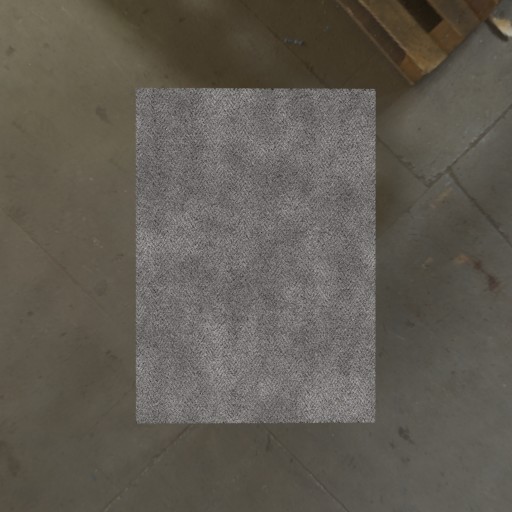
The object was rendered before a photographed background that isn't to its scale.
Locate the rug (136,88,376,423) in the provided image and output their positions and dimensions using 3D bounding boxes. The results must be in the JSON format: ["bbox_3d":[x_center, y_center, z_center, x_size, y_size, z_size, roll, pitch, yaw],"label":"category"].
[{"bbox_3d":[0.000,0.000,2.964,1.600,0.008,2.235,0,90,-1],"label":"rug"}]
